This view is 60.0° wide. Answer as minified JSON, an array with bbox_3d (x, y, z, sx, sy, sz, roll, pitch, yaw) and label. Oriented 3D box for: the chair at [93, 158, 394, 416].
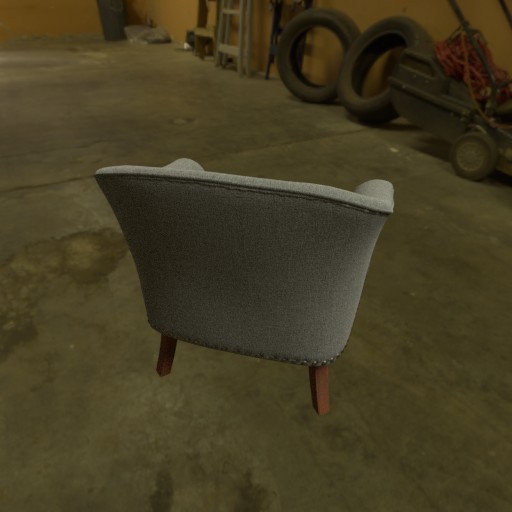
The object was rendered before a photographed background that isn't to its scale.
[{"bbox_3d":[0.000,0.000,1.445,0.798,0.815,0.704,9,33,15],"label":"chair"}]
